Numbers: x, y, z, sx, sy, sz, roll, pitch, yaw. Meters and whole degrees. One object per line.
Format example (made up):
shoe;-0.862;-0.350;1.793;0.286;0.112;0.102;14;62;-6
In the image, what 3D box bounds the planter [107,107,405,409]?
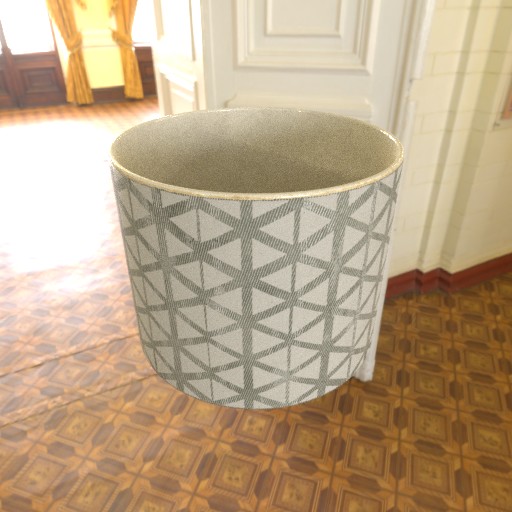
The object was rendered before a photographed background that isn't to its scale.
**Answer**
planter;0.000;0.000;0.448;0.250;0.239;0.250;0;31;0
